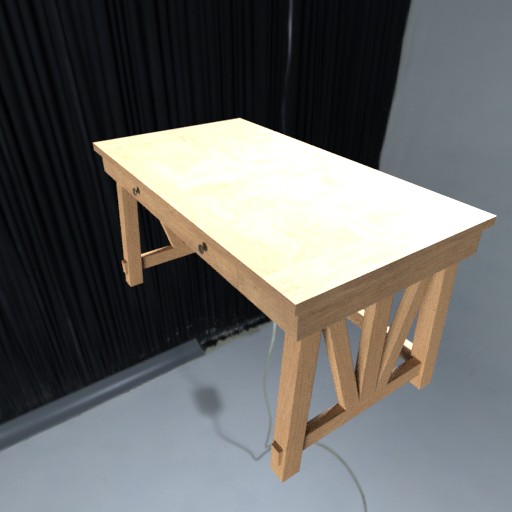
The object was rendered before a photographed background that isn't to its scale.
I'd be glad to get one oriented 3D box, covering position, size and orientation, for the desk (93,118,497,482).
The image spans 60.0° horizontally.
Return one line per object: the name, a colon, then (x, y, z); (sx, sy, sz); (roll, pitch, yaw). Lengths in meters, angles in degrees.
desk: (0.000, 0.000, 1.925); (0.813, 0.762, 1.499); (-19, 36, -29)
